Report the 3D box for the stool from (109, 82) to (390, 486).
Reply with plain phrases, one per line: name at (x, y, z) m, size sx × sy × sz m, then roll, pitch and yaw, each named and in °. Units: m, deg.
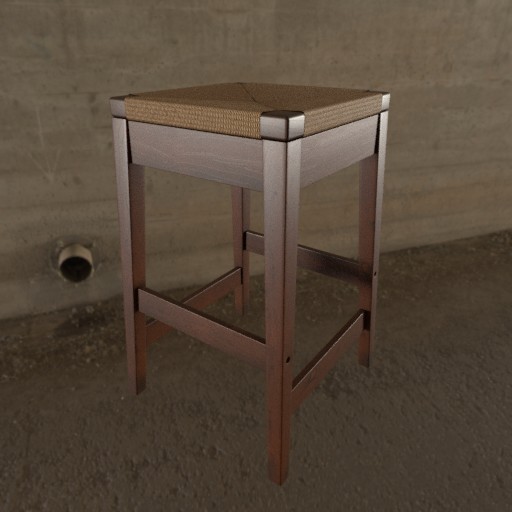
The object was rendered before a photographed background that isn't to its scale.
stool at (0.000, 0.000, 1.101) m, size 0.497 × 0.762 × 0.507 m, roll 18°, pitch 31°, yaw 32°
